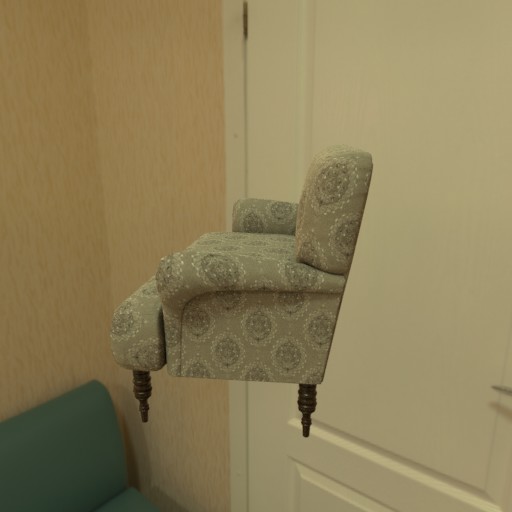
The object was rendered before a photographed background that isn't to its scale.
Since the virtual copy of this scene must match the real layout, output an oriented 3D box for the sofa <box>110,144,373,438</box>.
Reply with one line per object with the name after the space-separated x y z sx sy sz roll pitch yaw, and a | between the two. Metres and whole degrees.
0.000 0.000 1.851 0.779 0.889 1.297 2 15 8 | sofa
